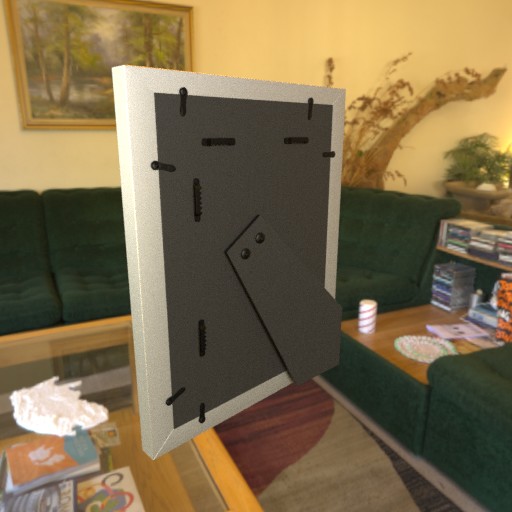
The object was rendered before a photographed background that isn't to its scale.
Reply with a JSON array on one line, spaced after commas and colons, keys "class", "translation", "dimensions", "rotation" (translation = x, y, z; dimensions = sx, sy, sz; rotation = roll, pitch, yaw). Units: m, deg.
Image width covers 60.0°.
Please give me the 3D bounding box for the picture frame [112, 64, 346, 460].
[{"class": "picture frame", "translation": [0.000, 0.000, 0.520], "dimensions": [0.307, 0.386, 0.036], "rotation": [-14, 21, -41]}]
